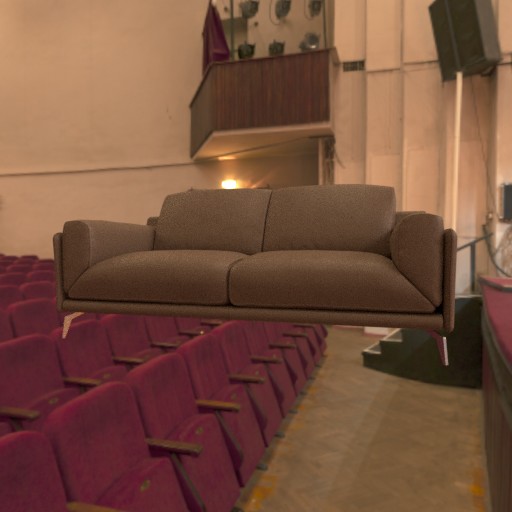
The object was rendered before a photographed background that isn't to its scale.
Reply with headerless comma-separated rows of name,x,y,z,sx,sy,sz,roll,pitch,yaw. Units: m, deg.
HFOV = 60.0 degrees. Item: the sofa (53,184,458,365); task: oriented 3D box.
sofa,0.000,0.000,2.675,2.101,0.930,1.049,0,1,16
